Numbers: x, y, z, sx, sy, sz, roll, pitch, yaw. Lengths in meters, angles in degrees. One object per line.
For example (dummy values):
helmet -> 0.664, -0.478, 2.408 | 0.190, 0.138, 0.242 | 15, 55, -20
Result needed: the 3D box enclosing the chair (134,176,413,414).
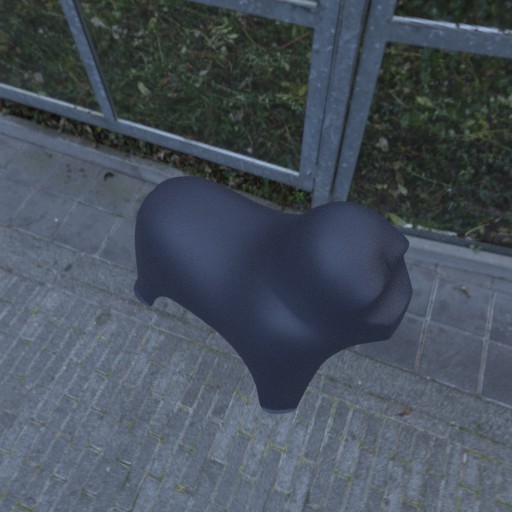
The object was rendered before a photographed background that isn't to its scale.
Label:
chair -> 0.000, 0.000, 1.133 | 0.758, 0.600, 0.490 | 30, 63, 18
